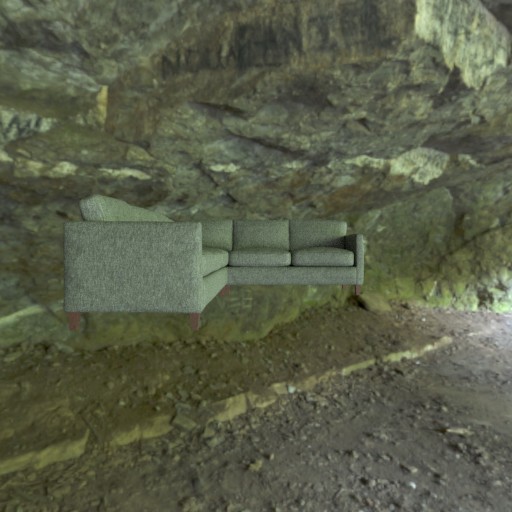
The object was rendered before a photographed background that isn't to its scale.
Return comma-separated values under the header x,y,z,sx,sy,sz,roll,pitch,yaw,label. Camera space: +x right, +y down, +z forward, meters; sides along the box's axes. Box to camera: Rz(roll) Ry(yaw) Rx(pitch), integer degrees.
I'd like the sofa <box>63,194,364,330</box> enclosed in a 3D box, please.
x,y,z,sx,sy,sz,roll,pitch,yaw,label
0.000,0.000,4.511,2.593,0.947,3.302,0,1,0,sofa
